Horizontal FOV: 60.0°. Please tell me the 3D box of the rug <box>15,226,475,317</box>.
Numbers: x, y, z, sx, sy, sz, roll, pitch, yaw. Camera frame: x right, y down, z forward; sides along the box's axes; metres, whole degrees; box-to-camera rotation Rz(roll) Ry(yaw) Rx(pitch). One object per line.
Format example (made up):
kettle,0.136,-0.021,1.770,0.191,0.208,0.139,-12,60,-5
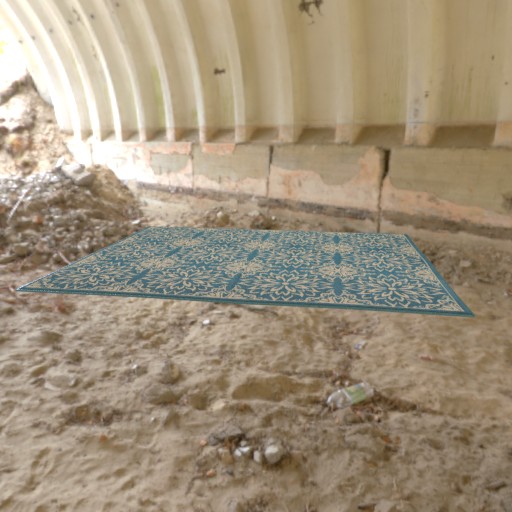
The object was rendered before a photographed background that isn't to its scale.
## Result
rug,0.000,0.000,3.927,2.964,0.018,2.350,2,15,9
